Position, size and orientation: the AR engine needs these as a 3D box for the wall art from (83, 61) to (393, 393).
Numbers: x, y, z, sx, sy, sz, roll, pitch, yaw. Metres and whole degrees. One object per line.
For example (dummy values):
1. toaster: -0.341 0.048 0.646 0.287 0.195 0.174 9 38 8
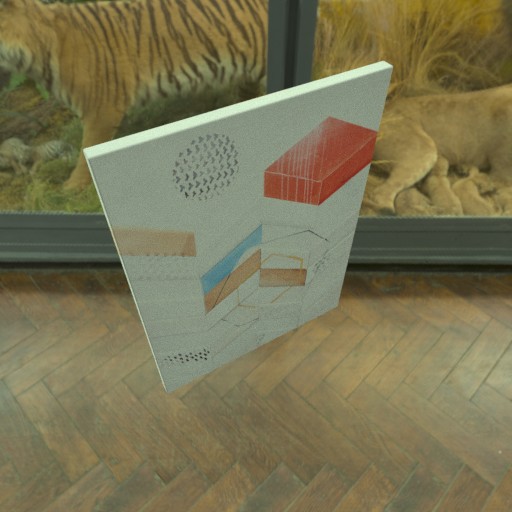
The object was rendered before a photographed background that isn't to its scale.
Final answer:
1. wall art: 0.000 0.000 1.352 0.759 1.014 0.045 -23 52 -20
